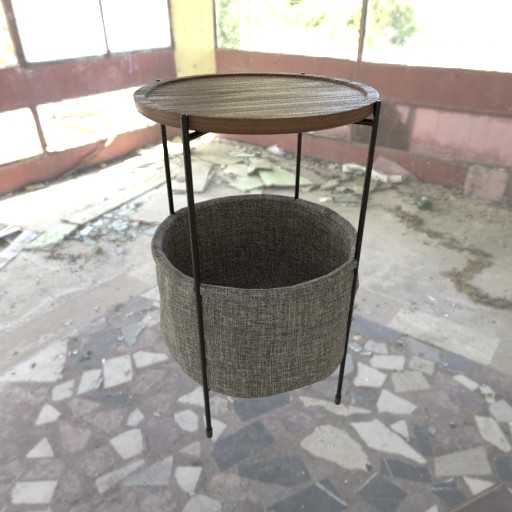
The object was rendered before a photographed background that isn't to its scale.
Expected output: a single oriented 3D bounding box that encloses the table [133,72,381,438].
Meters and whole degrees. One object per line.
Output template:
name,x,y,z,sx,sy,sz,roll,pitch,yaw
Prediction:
table,0.000,0.000,0.871,0.400,0.623,0.400,-9,32,-15
